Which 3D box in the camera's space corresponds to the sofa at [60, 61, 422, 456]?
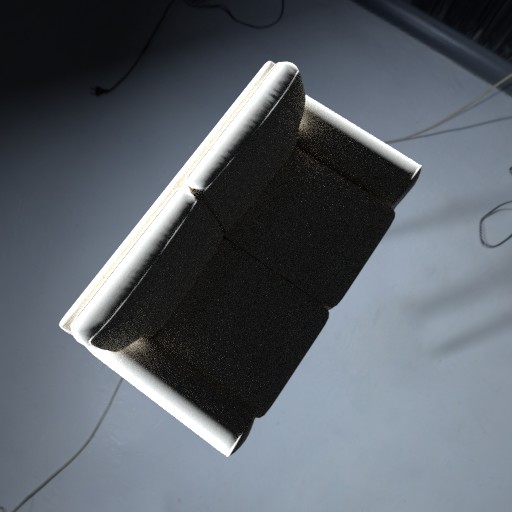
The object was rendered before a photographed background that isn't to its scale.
[{"bbox_3d":[0.000,0.000,2.349,0.991,0.940,1.727,34,79,7],"label":"sofa"}]
